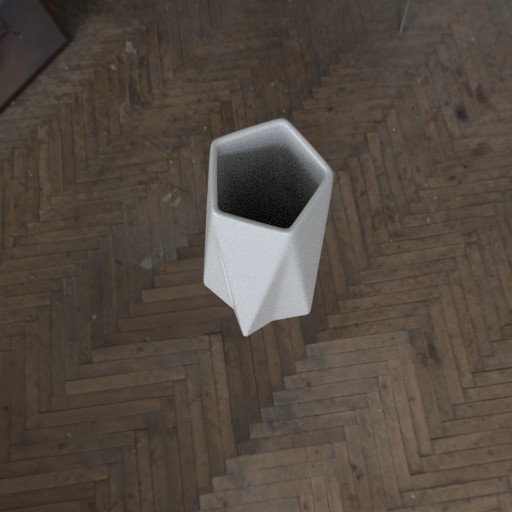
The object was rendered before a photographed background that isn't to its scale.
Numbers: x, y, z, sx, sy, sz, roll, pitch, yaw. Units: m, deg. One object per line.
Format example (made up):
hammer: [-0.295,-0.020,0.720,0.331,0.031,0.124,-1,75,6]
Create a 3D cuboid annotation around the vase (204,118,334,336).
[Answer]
vase: [0.000,0.000,0.392,0.116,0.329,0.122,-2,75,0]
